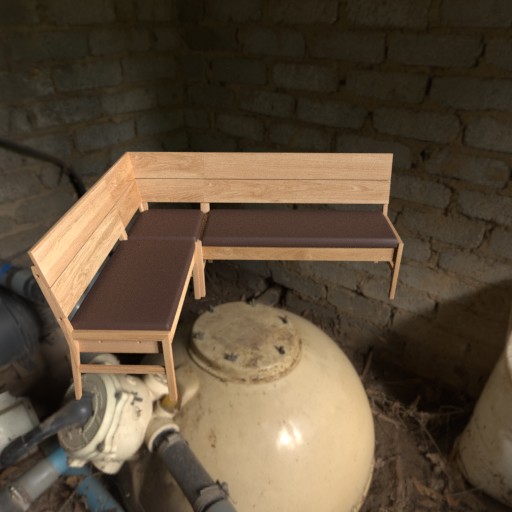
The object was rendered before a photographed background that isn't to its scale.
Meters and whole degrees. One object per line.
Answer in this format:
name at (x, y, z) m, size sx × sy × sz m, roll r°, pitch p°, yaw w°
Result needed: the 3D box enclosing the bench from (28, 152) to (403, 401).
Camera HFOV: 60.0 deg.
bench at (0.000, 0.000, 2.793) m, size 1.975 × 0.890 × 1.549 m, roll 0°, pitch 29°, yaw 0°
